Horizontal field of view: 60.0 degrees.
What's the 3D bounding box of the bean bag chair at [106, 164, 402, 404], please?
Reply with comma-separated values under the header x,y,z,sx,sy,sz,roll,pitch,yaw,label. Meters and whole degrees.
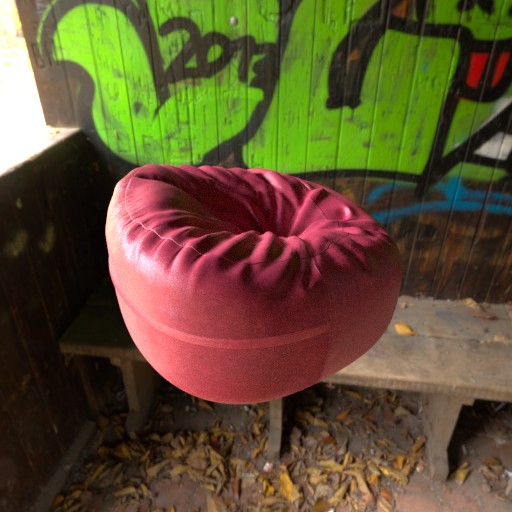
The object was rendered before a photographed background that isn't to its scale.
x,y,z,sx,sy,sz,roll,pitch,yaw,label
0.000,0.000,2.430,1.524,0.878,1.524,-11,33,-17,bean bag chair
